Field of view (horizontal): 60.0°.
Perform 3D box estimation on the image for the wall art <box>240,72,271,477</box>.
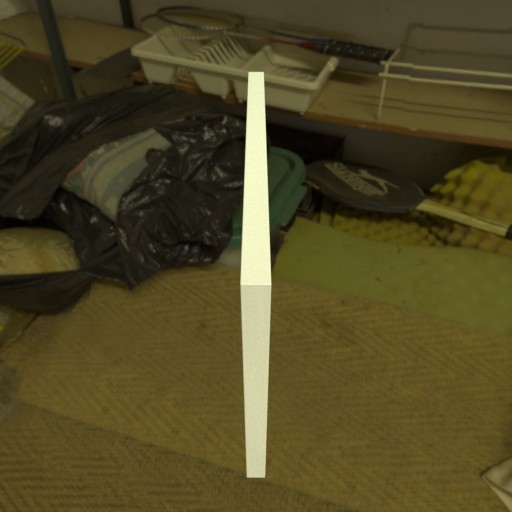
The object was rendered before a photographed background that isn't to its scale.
[{"bbox_3d":[0.000,0.000,1.410,0.053,0.787,1.041,0,41,0],"label":"wall art"}]
